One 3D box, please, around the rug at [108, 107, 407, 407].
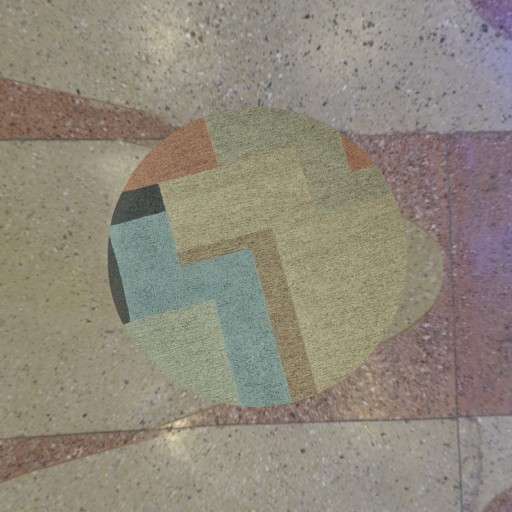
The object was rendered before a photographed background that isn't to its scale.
[{"bbox_3d":[0.000,0.000,3.630,2.461,0.033,2.461,0,89,1],"label":"rug"}]
